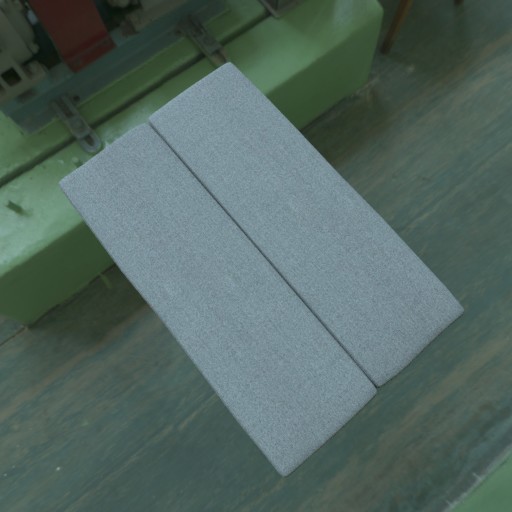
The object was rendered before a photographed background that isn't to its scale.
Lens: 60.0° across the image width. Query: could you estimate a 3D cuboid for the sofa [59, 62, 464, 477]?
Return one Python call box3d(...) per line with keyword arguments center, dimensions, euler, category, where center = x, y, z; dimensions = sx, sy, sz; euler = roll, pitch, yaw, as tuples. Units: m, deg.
box3d(center=(0.000, 0.000, 1.672), dimensions=(0.817, 0.434, 1.250), euler=(-39, 79, -9), category="sofa")
